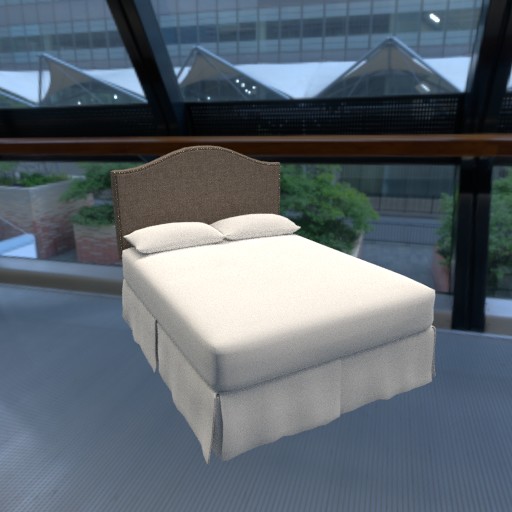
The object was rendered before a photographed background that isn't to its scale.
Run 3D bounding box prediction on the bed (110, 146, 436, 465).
[{"bbox_3d":[0.000,0.000,3.333,1.713,1.518,2.153,-9,19,-28],"label":"bed"}]
